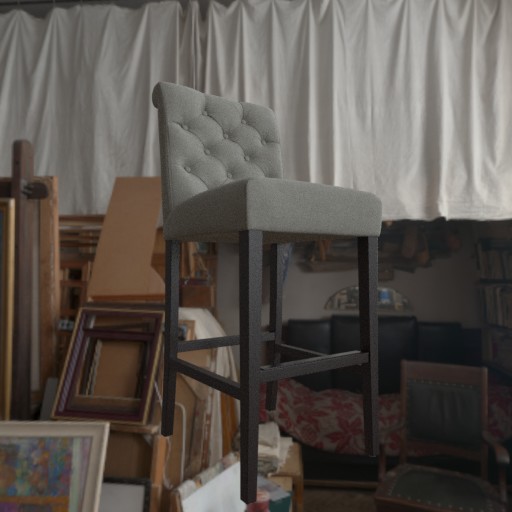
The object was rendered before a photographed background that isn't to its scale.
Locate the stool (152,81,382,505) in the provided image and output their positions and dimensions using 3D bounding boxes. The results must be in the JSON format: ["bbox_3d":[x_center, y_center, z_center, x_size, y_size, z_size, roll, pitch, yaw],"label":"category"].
[{"bbox_3d":[0.000,0.000,1.369,0.493,1.140,0.601,1,-1,-35],"label":"stool"}]
